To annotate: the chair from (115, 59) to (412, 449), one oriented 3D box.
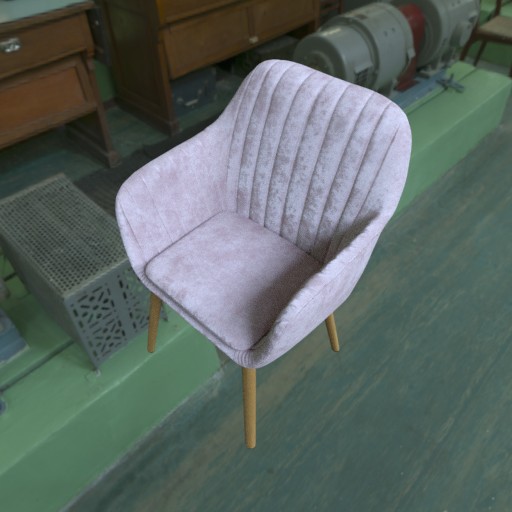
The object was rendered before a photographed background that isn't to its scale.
[{"bbox_3d":[0.000,0.000,1.229,0.610,0.832,0.570,34,55,28],"label":"chair"}]
